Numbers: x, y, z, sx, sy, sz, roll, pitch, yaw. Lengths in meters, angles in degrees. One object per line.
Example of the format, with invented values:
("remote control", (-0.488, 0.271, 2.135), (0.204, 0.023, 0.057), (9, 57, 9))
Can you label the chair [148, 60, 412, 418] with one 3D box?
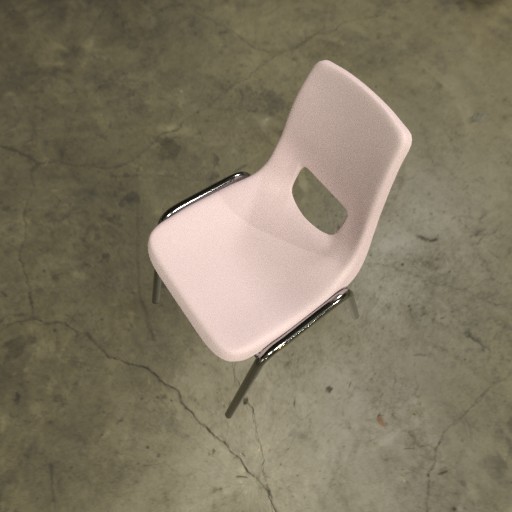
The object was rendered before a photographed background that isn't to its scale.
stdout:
("chair", (0.000, 0.000, 0.911), (0.436, 0.653, 0.381), (-32, 67, -15))
